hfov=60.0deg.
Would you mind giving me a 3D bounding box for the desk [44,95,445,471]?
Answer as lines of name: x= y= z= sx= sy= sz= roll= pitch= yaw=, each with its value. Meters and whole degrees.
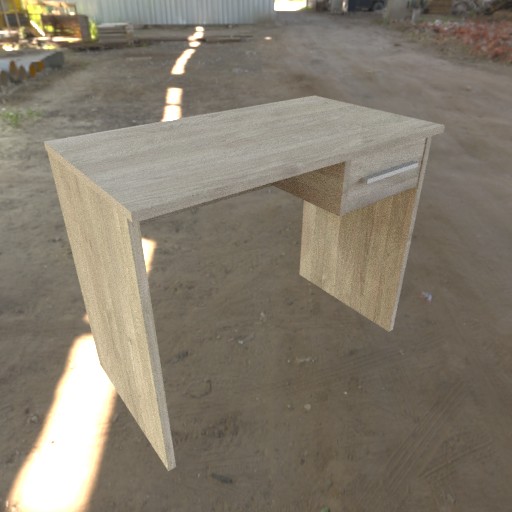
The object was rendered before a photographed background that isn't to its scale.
desk: x=0.000 y=0.000 z=1.306 sx=0.893 sy=0.724 sz=0.498 roll=-22 pitch=37 yaw=-32
